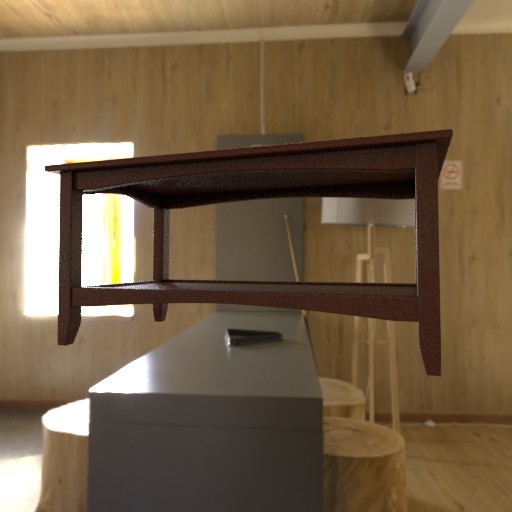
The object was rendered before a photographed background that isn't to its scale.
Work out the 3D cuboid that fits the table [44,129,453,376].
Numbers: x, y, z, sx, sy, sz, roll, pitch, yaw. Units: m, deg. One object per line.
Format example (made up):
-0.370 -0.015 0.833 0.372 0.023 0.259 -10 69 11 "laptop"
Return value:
0.000 0.000 1.207 0.943 0.456 0.533 0 0 19 "table"
